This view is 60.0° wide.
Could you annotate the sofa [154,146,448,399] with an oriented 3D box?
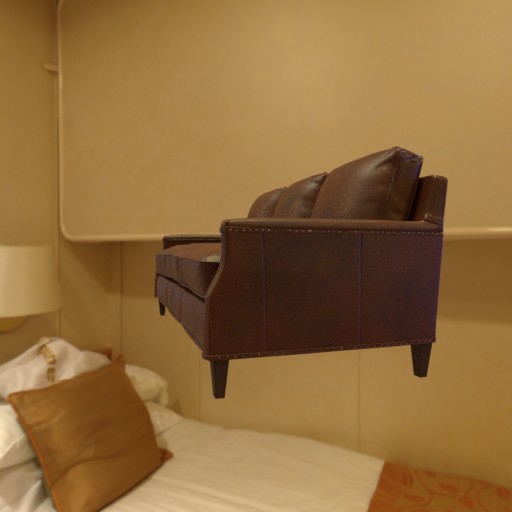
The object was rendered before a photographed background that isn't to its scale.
[{"bbox_3d":[0.000,0.000,2.777,1.084,1.003,2.240,0,1,-18],"label":"sofa"}]
